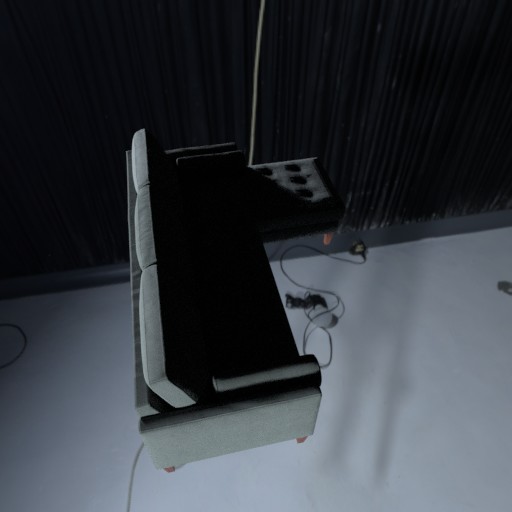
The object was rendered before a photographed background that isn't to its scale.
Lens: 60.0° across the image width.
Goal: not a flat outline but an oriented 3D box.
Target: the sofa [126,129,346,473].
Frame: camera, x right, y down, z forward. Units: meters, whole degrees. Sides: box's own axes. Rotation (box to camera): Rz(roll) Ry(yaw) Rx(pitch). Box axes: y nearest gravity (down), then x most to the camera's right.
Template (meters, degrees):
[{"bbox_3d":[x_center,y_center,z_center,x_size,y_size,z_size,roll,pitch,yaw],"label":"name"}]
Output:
[{"bbox_3d":[0.000,0.000,2.850,1.506,0.876,2.178,-9,47,-9],"label":"sofa"}]
